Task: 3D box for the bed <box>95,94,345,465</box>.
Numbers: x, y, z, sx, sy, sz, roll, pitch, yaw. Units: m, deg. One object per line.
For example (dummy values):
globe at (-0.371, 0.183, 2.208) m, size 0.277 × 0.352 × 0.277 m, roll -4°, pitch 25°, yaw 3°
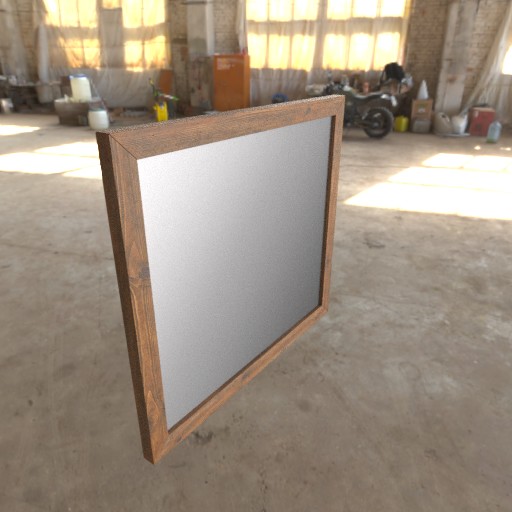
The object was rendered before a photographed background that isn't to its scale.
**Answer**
bed at (0.000, 0.000, 1.480) m, size 0.046 × 0.942 × 1.046 m, roll 18°, pitch 30°, yaw 33°
